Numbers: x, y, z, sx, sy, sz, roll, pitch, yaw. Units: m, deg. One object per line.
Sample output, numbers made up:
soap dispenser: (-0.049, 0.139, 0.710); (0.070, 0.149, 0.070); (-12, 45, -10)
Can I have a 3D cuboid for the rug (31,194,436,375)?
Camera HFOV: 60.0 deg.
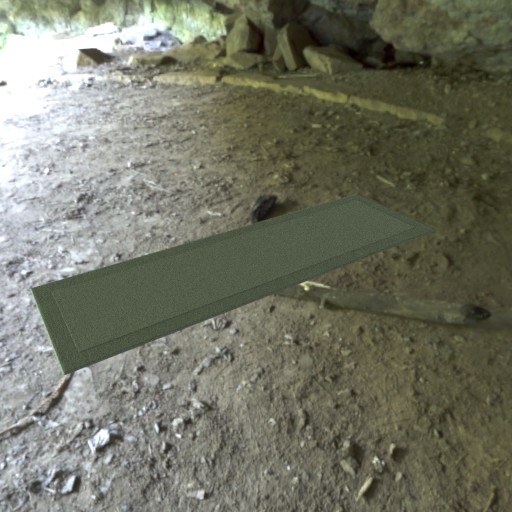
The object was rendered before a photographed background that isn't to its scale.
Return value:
rug: (0.000, 0.000, 2.703); (2.430, 0.012, 0.759); (-18, 35, -28)
